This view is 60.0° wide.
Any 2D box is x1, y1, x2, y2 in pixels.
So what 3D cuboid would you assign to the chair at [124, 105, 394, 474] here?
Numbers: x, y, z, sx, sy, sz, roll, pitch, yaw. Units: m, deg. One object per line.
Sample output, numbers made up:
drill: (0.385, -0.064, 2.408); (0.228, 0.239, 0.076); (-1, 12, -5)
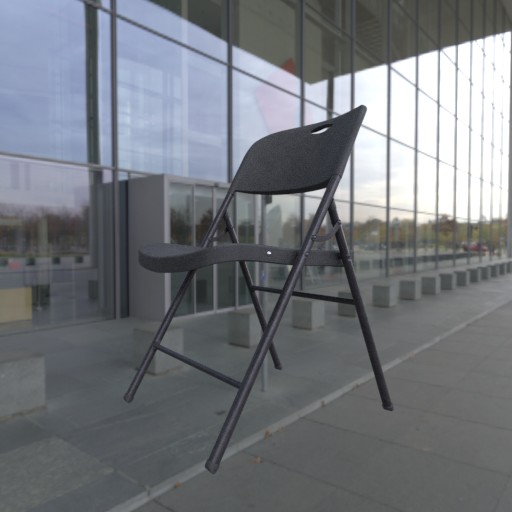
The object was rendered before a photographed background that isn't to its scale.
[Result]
chair: (0.000, 0.000, 1.190); (0.567, 0.810, 0.494); (-1, 2, -36)
